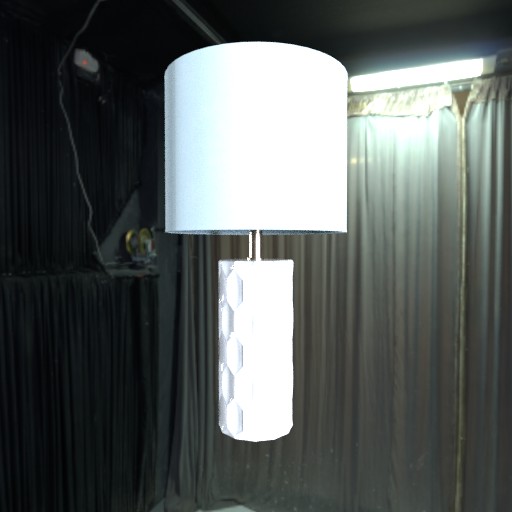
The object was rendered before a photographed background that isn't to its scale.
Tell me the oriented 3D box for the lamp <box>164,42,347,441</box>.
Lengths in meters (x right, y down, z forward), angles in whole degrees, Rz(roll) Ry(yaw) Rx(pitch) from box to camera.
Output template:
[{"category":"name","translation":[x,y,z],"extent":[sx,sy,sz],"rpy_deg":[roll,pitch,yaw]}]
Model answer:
[{"category":"lamp","translation":[0.000,0.000,0.690],"extent":[0.277,0.534,0.277],"rpy_deg":[0,1,17]}]
